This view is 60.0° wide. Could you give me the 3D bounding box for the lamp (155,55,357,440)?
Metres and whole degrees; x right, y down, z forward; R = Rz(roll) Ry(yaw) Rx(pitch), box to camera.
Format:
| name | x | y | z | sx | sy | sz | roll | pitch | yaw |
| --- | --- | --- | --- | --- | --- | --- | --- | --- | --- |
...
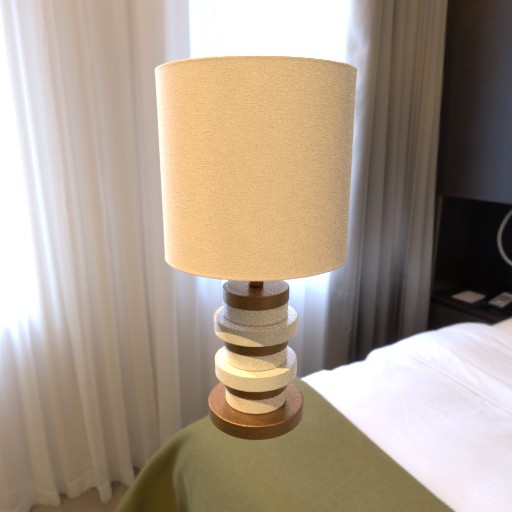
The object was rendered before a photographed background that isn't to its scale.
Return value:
| name | x | y | z | sx | sy | sz | roll | pitch | yaw |
| --- | --- | --- | --- | --- | --- | --- | --- | --- | --- |
| lamp | 0.000 | 0.000 | 0.521 | 0.210 | 0.410 | 0.210 | 8 | 17 | 29 |
